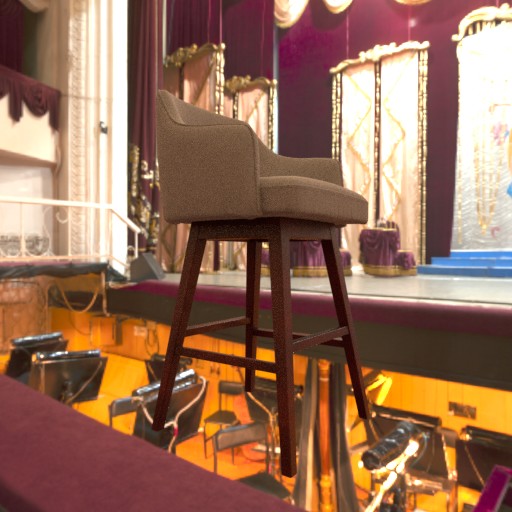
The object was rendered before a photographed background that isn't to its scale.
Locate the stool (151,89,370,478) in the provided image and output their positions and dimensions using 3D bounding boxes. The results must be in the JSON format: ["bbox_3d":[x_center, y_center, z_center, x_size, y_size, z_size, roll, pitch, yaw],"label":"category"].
[{"bbox_3d":[0.000,0.000,1.359,0.558,1.012,0.548,0,0,36],"label":"stool"}]
